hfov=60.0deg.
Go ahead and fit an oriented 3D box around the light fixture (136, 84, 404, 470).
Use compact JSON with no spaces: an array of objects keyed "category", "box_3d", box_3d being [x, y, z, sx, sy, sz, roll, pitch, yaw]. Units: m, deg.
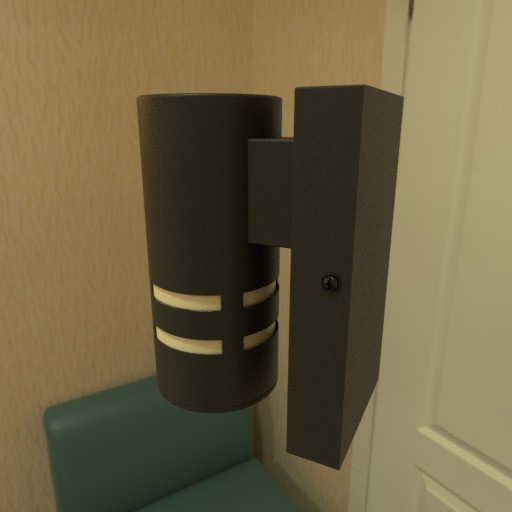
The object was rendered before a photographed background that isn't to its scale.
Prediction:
[{"category":"light fixture","box_3d":[0.000,0.000,0.262,0.138,0.179,0.098,8,18,25]}]
